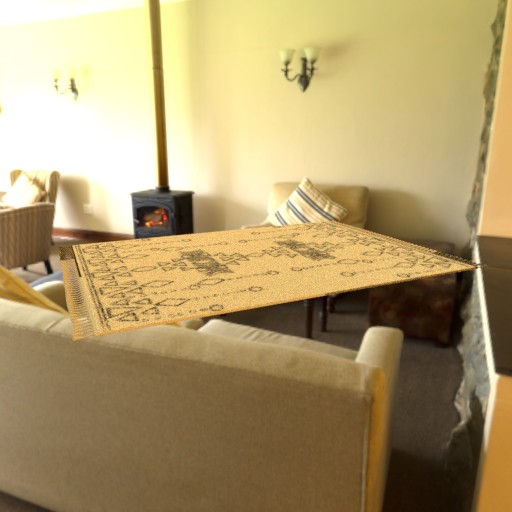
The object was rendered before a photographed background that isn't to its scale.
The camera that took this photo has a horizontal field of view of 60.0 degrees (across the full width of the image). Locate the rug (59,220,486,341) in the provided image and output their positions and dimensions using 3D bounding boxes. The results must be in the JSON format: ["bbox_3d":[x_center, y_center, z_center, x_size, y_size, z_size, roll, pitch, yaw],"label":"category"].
[{"bbox_3d":[0.000,0.000,2.876,2.312,0.013,1.600,-7,17,-24],"label":"rug"}]
